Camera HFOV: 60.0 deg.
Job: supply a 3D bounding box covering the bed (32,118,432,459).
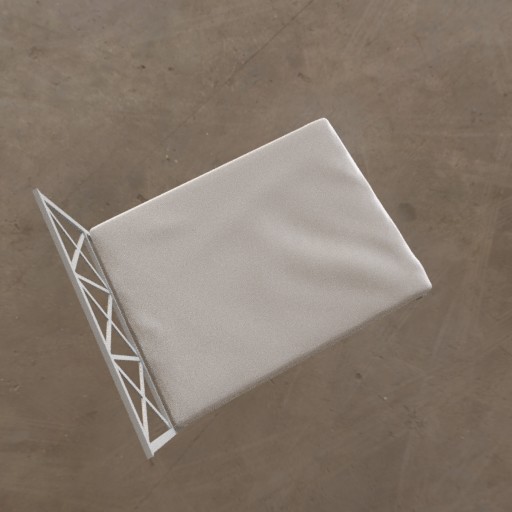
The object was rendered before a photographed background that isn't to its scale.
[{"bbox_3d":[0.000,0.000,3.184,2.135,1.253,1.673,-27,77,-7],"label":"bed"}]
